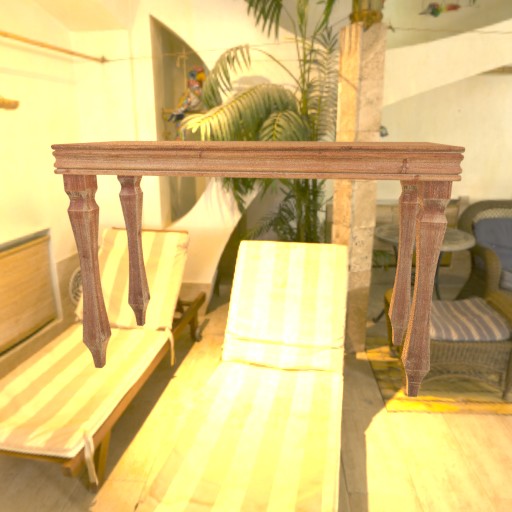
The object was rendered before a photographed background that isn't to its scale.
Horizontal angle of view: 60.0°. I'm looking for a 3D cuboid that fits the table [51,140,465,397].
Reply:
[{"bbox_3d":[0.000,0.000,1.768,1.330,0.873,0.522,3,16,9],"label":"table"}]
